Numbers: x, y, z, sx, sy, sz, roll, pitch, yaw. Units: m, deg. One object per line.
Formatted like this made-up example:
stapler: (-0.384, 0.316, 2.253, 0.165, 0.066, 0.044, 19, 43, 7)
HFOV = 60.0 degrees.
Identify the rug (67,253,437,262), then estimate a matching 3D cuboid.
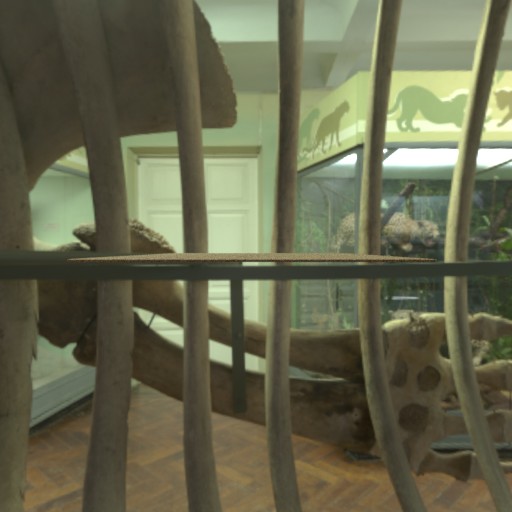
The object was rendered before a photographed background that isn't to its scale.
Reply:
rug: (0.000, 0.000, 2.879, 1.566, 0.013, 2.141, 0, 1, 0)
